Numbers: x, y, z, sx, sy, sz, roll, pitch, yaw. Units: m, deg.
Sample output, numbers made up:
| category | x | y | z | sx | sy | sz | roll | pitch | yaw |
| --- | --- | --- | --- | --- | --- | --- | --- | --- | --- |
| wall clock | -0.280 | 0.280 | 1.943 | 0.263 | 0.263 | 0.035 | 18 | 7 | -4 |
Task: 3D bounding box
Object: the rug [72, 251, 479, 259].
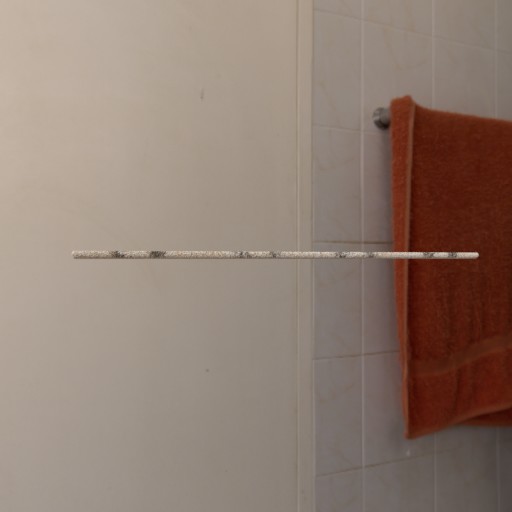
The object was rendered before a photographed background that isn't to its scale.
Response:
| category | x | y | z | sx | sy | sz | roll | pitch | yaw |
| --- | --- | --- | --- | --- | --- | --- | --- | --- | --- |
| rug | 0.000 | 0.000 | 2.183 | 1.600 | 0.025 | 1.200 | 0 | 0 | -19 |
